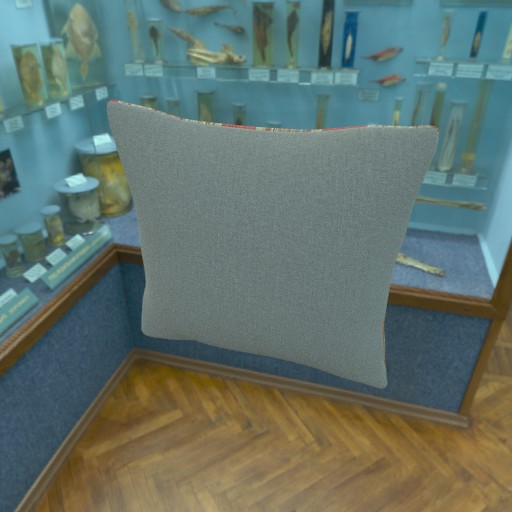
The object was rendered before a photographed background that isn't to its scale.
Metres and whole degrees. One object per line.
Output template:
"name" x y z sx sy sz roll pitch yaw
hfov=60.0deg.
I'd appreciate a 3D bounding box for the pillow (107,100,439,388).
"pillow" 0.000 0.000 0.656 0.437 0.419 0.136 9 33 15
